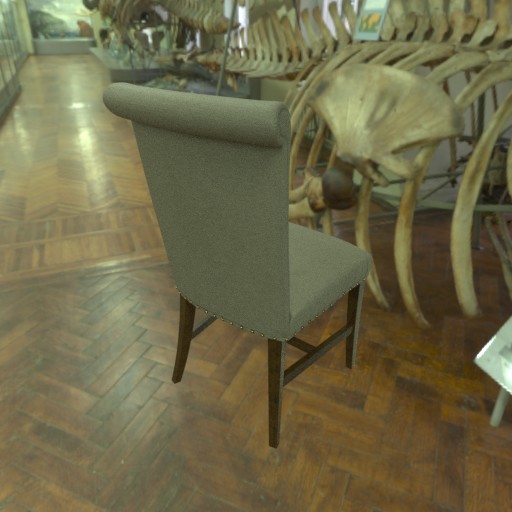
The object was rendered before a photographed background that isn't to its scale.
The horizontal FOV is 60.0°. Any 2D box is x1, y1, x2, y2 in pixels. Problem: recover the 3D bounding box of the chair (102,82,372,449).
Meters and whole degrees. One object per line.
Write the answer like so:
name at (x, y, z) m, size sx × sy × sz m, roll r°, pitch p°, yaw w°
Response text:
chair at (0.000, 0.000, 1.332) m, size 0.513 × 0.988 × 0.608 m, roll 20°, pitch 34°, yaw 33°
